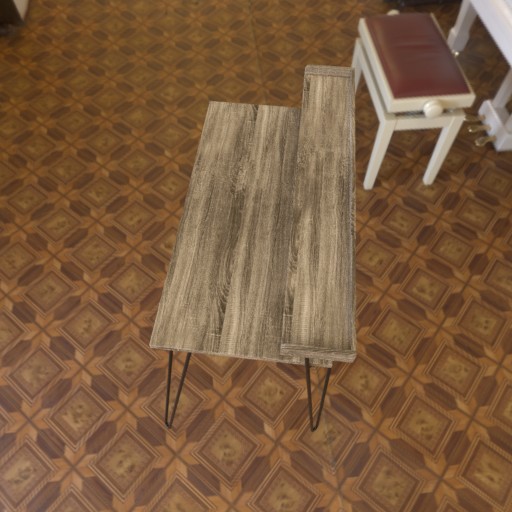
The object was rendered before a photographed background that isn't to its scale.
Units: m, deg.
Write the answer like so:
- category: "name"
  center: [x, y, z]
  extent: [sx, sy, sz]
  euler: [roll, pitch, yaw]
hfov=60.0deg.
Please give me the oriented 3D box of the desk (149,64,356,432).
- category: "desk"
  center: [0.000, 0.000, 1.650]
  extent: [0.605, 0.899, 1.135]
  euler: [6, 59, 3]
